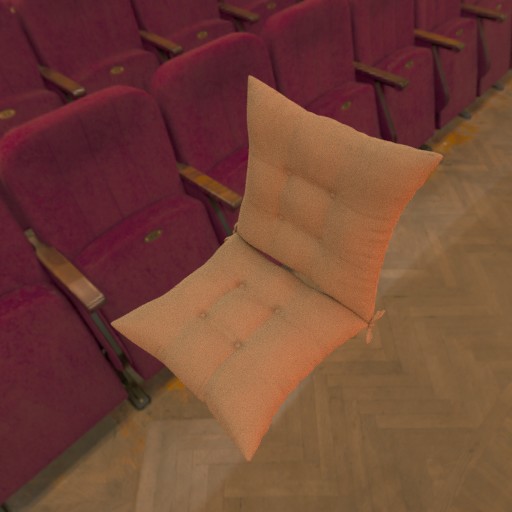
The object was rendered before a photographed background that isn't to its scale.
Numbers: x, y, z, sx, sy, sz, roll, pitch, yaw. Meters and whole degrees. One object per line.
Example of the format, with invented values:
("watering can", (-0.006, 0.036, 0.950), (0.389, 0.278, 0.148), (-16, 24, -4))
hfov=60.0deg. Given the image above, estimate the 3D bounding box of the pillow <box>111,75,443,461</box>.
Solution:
("pillow", (0.000, 0.000, 1.023), (0.541, 0.536, 0.585), (34, 56, 28))
